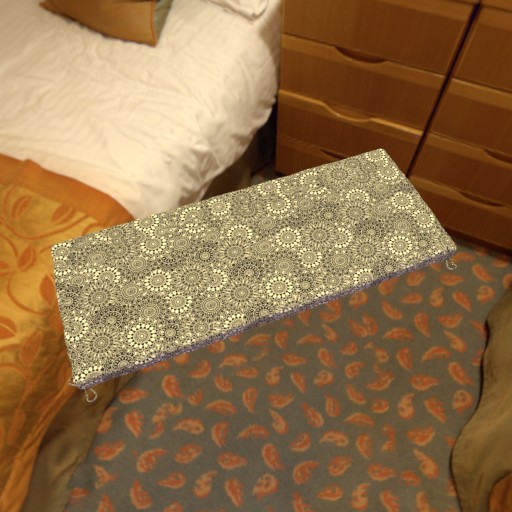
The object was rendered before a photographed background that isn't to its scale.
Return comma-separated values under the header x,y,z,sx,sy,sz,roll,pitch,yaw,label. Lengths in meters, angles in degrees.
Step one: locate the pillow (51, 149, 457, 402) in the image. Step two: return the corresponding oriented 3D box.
x,y,z,sx,sy,sz,roll,pitch,yaw,label
0.000,0.000,1.342,1.187,0.081,0.492,-18,59,-11,pillow
